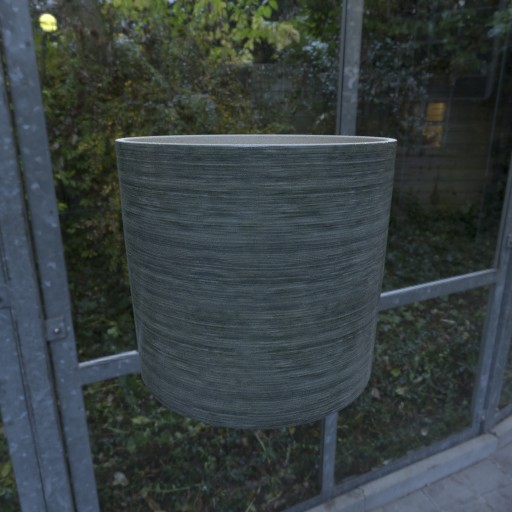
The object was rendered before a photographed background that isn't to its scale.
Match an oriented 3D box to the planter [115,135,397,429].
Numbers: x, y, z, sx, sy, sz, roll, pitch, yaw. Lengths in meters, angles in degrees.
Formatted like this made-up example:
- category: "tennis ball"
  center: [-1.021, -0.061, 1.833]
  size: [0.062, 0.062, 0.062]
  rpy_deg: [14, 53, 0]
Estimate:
- category: "planter"
  center: [0.000, 0.000, 0.392]
  size: [0.221, 0.201, 0.221]
  rpy_deg: [0, 17, 0]
